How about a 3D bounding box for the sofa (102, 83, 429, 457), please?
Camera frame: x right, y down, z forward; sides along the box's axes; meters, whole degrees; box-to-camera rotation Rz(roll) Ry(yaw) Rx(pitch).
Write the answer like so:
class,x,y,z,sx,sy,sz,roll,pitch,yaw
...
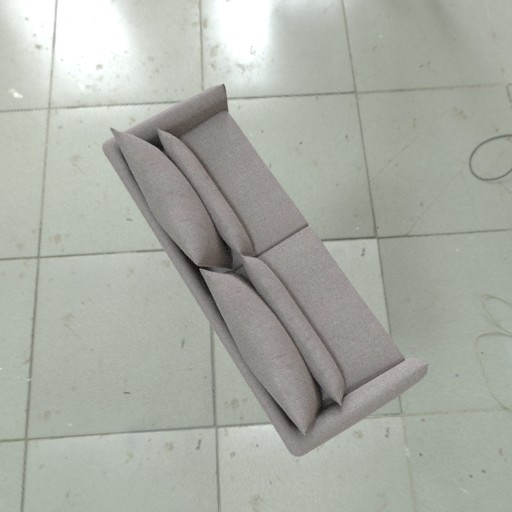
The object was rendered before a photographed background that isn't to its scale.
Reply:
class,x,y,z,sx,sy,sz,roll,pitch,yaw
sofa,0.000,0.000,2.448,0.809,0.833,2.022,-32,77,-8
